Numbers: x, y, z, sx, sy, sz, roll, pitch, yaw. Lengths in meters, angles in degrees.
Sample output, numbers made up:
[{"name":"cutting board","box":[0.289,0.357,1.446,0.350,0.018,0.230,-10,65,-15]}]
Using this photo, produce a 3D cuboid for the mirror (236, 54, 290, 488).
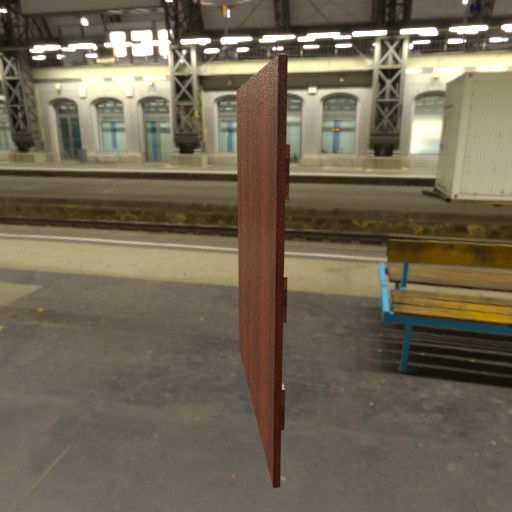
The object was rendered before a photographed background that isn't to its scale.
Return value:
[{"name":"mirror","box":[0.000,0.000,1.071,0.021,0.805,0.600,-2,16,-8]}]
